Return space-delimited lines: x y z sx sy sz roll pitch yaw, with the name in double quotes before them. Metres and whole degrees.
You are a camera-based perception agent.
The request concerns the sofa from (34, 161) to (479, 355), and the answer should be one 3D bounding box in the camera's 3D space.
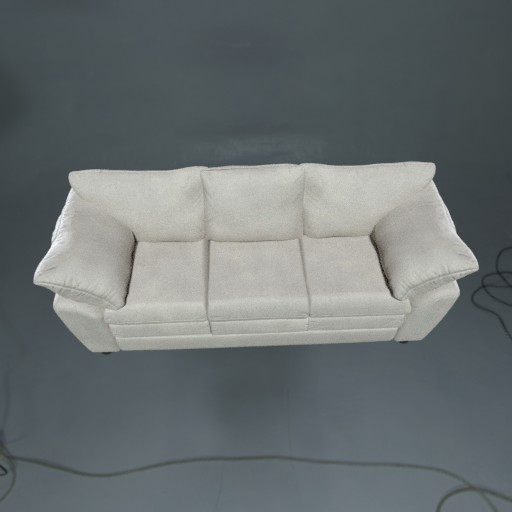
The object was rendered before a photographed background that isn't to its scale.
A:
"sofa" 0.000 0.000 2.767 2.334 0.996 0.878 -2 46 -2
